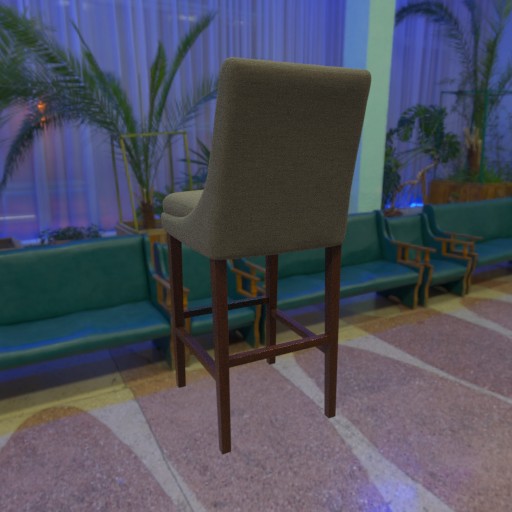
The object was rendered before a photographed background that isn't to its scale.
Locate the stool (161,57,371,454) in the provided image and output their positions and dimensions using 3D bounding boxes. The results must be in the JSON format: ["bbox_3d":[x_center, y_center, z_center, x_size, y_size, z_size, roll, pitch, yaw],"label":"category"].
[{"bbox_3d":[0.000,0.000,1.422,0.470,1.078,0.577,-7,16,-26],"label":"stool"}]
